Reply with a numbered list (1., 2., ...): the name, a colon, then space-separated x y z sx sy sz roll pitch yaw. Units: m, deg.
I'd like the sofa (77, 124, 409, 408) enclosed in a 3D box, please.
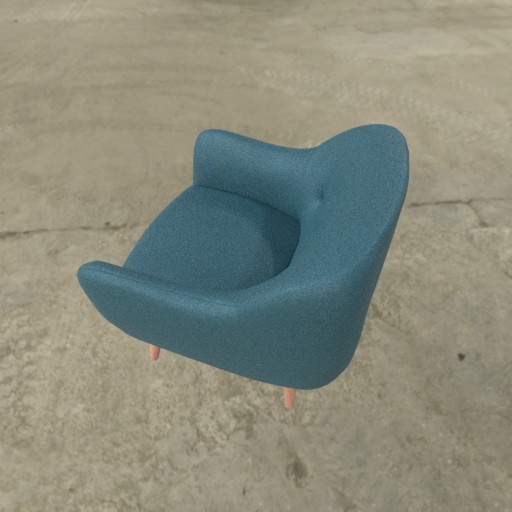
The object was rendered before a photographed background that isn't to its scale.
1. sofa: 0.000 0.000 1.510 0.825 0.817 0.836 15 47 14
